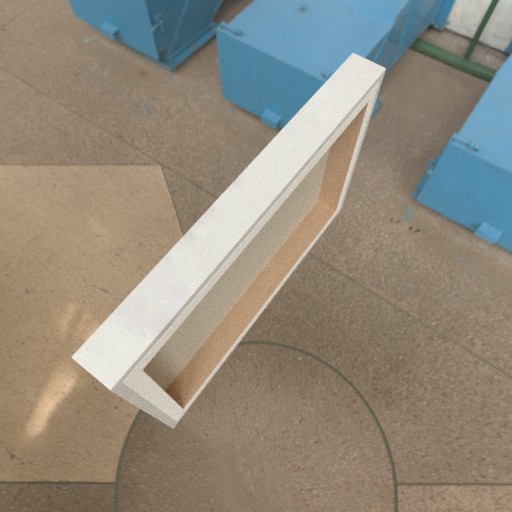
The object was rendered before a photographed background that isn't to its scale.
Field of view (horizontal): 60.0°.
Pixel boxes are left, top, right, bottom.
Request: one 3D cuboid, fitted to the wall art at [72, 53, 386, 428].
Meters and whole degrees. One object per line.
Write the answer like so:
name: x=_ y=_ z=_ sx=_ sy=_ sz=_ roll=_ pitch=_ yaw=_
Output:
wall art: x=0.000 y=0.000 z=0.485 sx=0.038 sy=0.254 sz=0.381 roll=33 pitch=68 yaw=15
